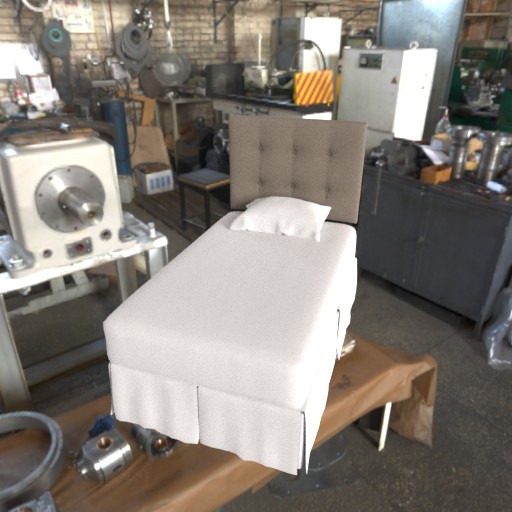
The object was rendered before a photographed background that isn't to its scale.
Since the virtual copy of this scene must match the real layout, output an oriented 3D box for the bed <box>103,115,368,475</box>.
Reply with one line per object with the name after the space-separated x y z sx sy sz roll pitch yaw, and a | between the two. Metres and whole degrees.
0.000 0.000 3.064 1.261 1.571 1.997 9 27 17 | bed
